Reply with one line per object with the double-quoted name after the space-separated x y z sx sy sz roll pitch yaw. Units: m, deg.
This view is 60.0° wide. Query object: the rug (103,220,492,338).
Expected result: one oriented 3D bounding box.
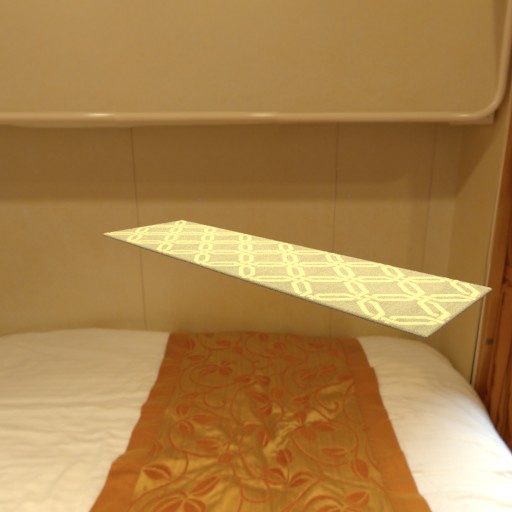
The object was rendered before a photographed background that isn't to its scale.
0.000 0.000 2.502 2.276 0.014 0.678 15 21 42 "rug"
